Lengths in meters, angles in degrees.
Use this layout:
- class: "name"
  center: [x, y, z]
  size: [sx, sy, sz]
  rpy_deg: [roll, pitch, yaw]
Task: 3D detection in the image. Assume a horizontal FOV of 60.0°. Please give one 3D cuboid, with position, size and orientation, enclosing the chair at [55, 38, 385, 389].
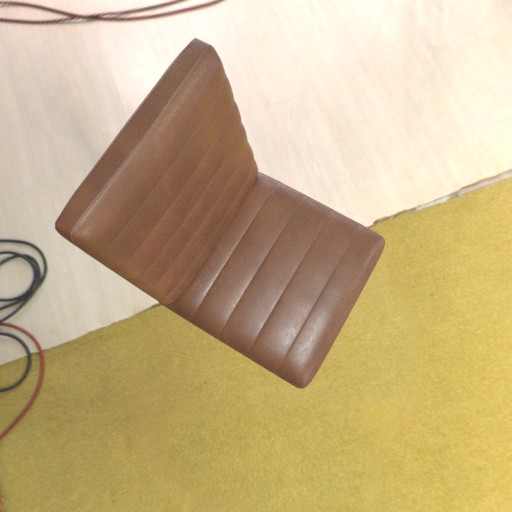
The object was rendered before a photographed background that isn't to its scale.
- class: "chair"
  center: [0.000, 0.000, 1.295]
  size: [0.634, 0.930, 0.520]
  rpy_deg: [30, 77, 7]
